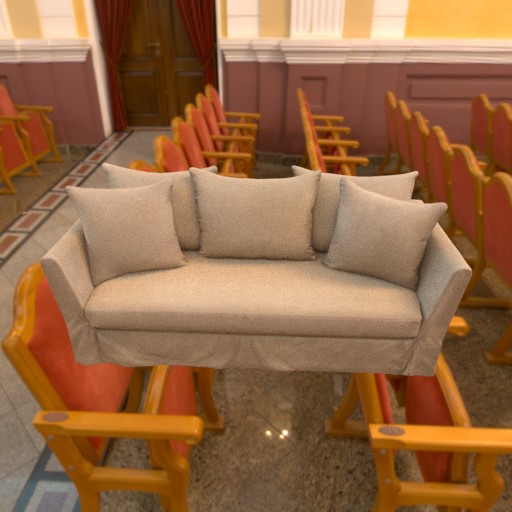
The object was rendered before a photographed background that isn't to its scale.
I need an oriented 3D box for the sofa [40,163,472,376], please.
[{"bbox_3d":[0.000,0.000,2.856,2.290,1.034,1.031,1,30,3],"label":"sofa"}]
